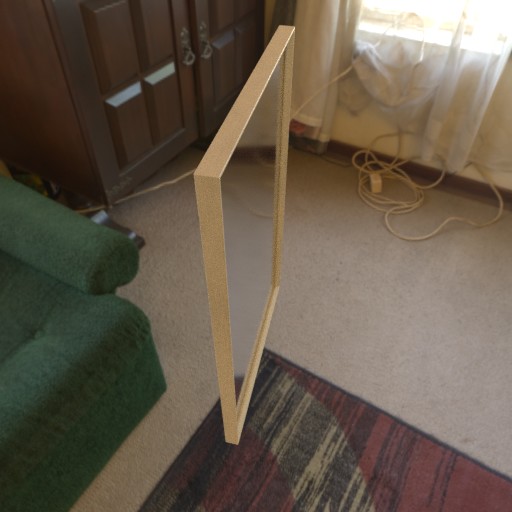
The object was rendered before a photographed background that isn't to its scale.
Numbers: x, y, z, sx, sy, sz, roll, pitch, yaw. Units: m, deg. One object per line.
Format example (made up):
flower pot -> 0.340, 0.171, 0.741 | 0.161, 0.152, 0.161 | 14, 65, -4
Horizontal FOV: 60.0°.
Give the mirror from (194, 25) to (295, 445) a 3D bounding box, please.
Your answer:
mirror -> 0.000, 0.000, 1.142 | 0.041, 0.915, 0.609 | 10, 46, 9
